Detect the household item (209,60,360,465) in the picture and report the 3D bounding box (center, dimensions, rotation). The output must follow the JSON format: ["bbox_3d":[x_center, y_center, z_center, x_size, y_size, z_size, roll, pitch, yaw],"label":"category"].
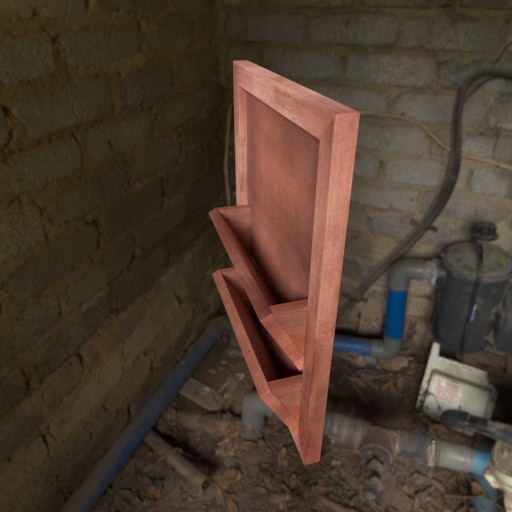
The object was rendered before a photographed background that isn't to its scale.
[{"bbox_3d":[0.000,0.000,0.546,0.067,0.407,0.310,-9,32,-14],"label":"household item"}]
